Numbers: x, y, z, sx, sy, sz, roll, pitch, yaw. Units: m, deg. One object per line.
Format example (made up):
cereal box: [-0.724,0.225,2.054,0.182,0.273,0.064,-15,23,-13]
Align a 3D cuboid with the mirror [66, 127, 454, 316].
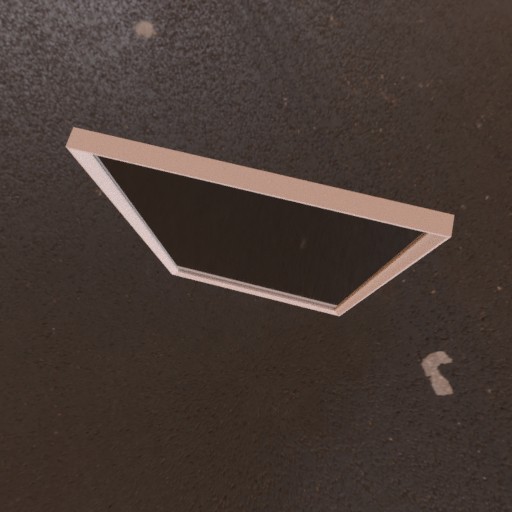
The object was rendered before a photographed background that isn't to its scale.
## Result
mirror: [0.000,0.000,1.125,0.609,0.915,0.041,14,75,4]
